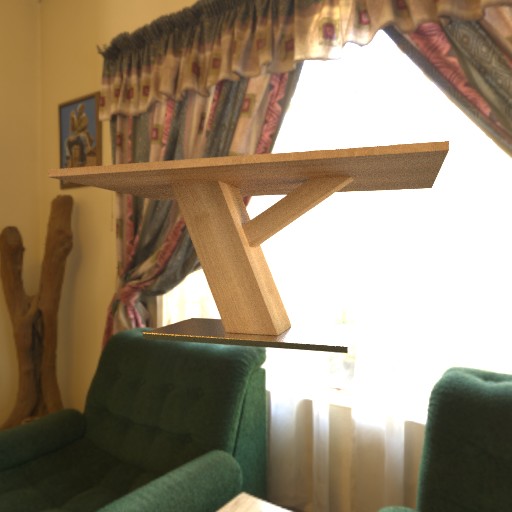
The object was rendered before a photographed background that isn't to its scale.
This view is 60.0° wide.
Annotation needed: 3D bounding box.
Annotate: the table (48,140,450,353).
[{"bbox_3d":[0.000,0.000,2.096,1.600,0.750,0.900,0,0,18],"label":"table"}]
